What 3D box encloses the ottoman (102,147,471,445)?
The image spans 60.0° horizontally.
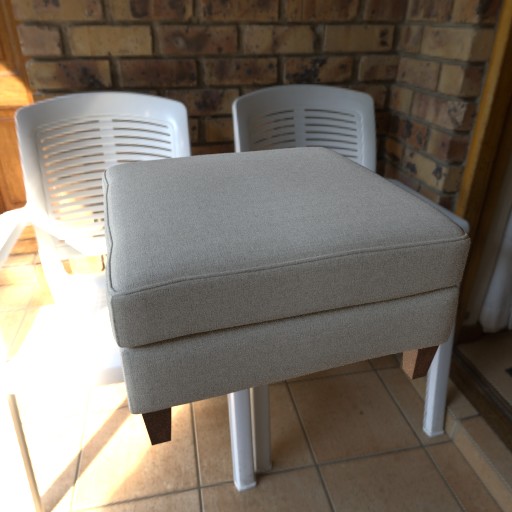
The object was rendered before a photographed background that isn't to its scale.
[{"bbox_3d":[0.000,0.000,1.346,0.838,0.503,0.838,-9,30,-15],"label":"ottoman"}]
